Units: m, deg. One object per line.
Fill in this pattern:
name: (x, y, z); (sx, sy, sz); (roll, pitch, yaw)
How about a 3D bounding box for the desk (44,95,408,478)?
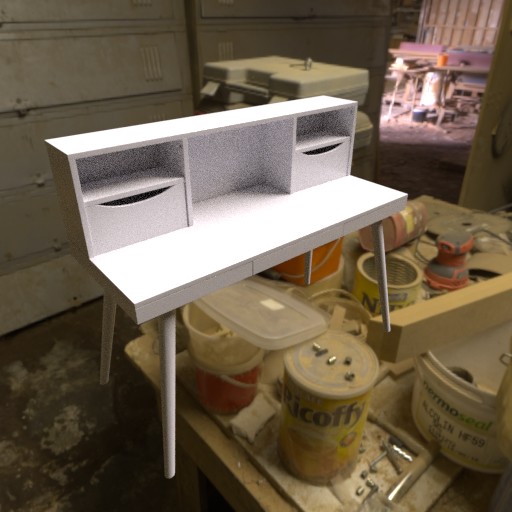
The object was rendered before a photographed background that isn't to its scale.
desk: (0.000, 0.000, 1.708); (1.199, 0.990, 0.559); (-22, 36, -34)
